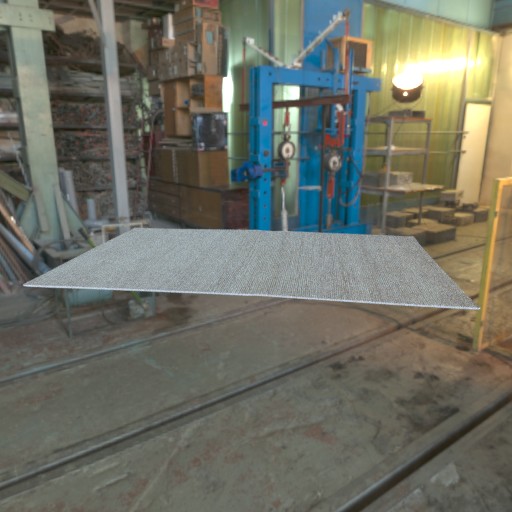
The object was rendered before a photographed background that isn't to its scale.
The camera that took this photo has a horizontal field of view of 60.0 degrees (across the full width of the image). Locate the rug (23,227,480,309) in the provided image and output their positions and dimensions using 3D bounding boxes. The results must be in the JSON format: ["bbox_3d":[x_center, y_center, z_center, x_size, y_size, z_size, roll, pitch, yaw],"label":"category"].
[{"bbox_3d":[0.000,0.000,2.260,1.792,0.021,1.154,2,16,8],"label":"rug"}]
